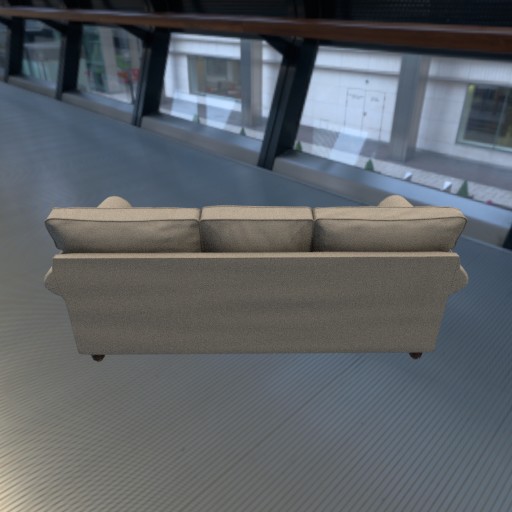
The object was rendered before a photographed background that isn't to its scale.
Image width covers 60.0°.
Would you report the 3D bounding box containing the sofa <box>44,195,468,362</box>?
[{"bbox_3d":[0.000,0.000,2.673,2.118,0.889,0.998,0,29,-1],"label":"sofa"}]
